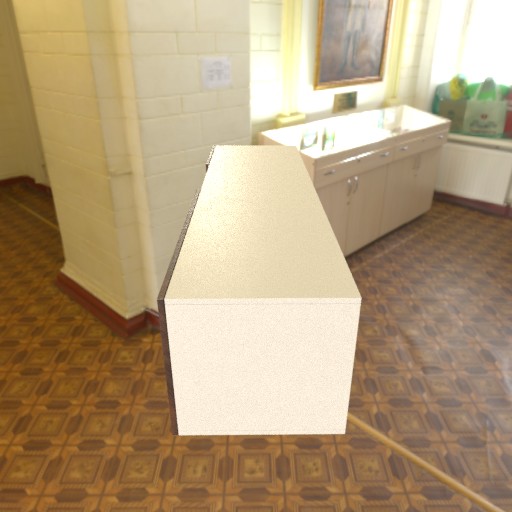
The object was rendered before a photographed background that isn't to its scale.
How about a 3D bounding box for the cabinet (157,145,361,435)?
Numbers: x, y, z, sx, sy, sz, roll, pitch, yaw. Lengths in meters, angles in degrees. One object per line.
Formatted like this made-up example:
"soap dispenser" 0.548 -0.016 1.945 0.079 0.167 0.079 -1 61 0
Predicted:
"cabinet" 0.000 0.000 1.721 0.431 0.533 1.499 0 26 -1
